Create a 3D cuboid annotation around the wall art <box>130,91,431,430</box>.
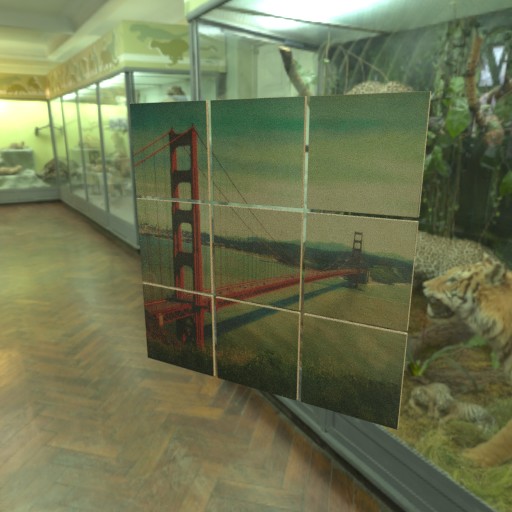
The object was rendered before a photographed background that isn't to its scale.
[{"bbox_3d":[0.000,0.000,1.797,1.217,1.207,0.016,8,17,27],"label":"wall art"}]
